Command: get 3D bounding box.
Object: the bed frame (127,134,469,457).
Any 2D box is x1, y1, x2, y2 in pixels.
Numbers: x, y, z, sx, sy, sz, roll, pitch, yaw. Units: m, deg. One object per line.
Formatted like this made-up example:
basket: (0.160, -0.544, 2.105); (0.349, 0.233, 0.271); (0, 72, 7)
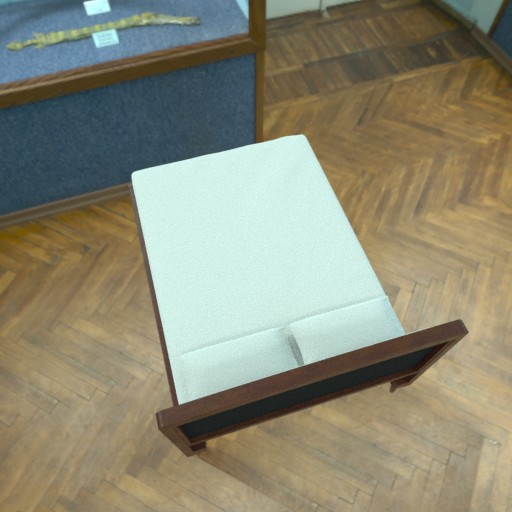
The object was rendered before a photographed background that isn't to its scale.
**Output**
bed frame: (0.000, 0.000, 3.157); (1.587, 1.279, 2.171); (-15, 60, -9)
